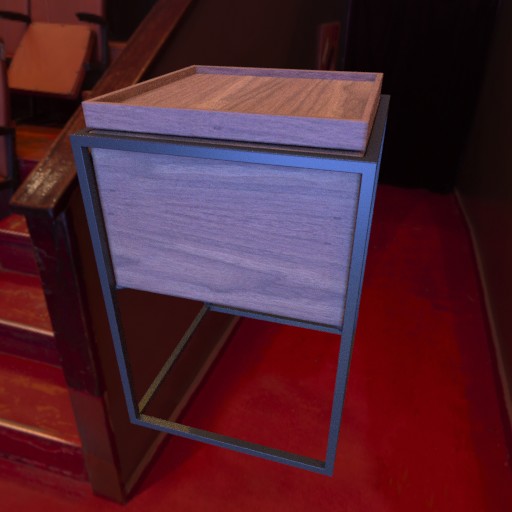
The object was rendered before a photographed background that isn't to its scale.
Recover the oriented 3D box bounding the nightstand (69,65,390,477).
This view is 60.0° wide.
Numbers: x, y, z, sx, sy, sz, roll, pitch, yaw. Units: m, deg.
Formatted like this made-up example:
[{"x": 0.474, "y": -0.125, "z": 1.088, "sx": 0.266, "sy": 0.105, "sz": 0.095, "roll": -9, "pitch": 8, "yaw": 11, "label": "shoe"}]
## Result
[{"x": 0.000, "y": 0.000, "z": 0.833, "sx": 0.397, "sy": 0.607, "sz": 0.397, "roll": 9, "pitch": 32, "yaw": 14, "label": "nightstand"}]
